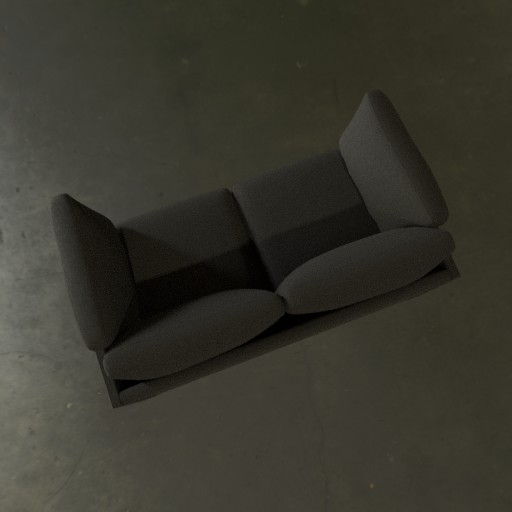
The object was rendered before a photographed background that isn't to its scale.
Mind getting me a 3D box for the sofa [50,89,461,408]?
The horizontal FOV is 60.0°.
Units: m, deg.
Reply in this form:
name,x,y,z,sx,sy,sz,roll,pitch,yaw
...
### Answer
name,x,y,z,sx,sy,sz,roll,pitch,yaw
sofa,0.000,0.000,2.337,1.751,0.920,0.969,-20,76,-5
